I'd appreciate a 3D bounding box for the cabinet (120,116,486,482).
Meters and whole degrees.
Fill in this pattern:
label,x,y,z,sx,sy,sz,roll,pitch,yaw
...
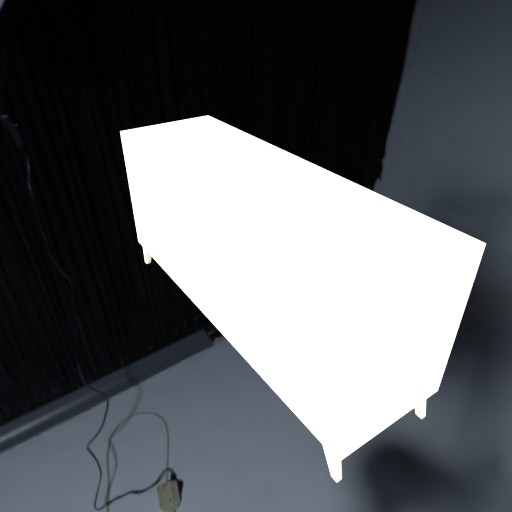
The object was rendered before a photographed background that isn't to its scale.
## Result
label,x,y,z,sx,sy,sz,roll,pitch,yaw
cabinet,0.000,0.000,1.960,0.500,0.780,1.649,-21,38,-29
